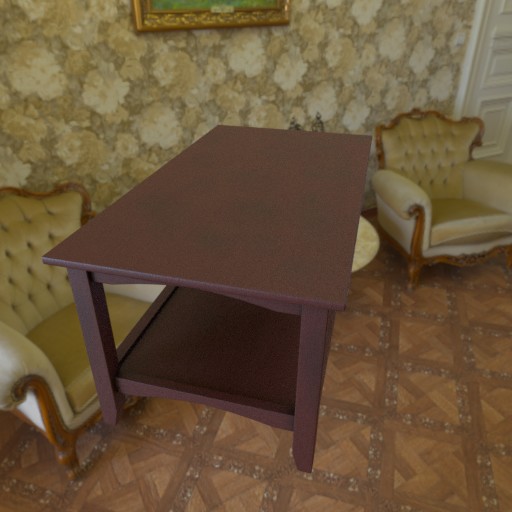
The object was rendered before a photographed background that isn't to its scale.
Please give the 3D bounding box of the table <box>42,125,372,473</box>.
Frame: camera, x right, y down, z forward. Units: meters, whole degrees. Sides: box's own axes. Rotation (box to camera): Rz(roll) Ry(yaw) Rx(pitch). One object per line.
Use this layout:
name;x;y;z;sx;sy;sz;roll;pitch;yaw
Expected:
table;0.000;0.000;1.228;0.533;0.456;0.943;8;32;13
